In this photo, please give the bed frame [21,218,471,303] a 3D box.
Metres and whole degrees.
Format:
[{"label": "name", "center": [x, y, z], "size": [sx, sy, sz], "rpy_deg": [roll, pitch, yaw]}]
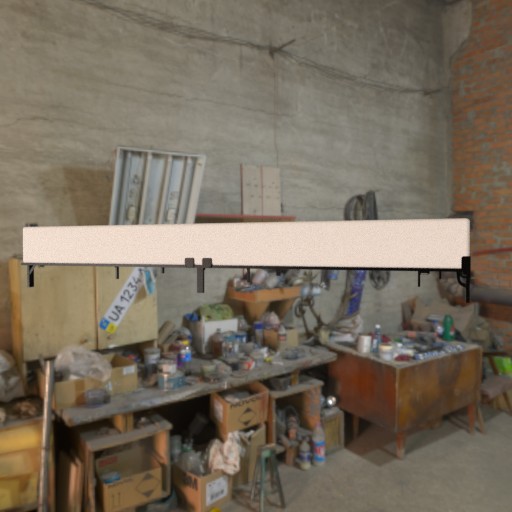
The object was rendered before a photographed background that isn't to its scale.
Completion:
[{"label": "bed frame", "center": [0.000, 0.000, 3.679], "size": [2.987, 0.440, 1.930], "rpy_deg": [0, 1, 18]}]
